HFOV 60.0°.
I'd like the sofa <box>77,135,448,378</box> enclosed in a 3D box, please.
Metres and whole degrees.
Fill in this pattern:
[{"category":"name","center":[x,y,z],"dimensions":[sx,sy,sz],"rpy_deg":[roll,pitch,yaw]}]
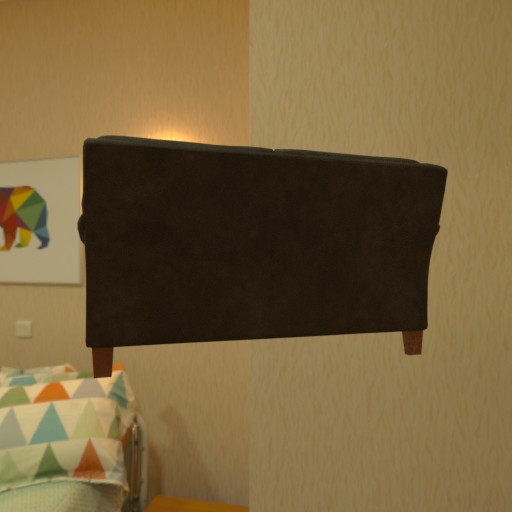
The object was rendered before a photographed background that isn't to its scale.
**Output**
[{"category":"sofa","center":[0.000,0.000,2.539],"dimensions":[1.853,1.101,1.084],"rpy_deg":[0,-1,-17]}]
